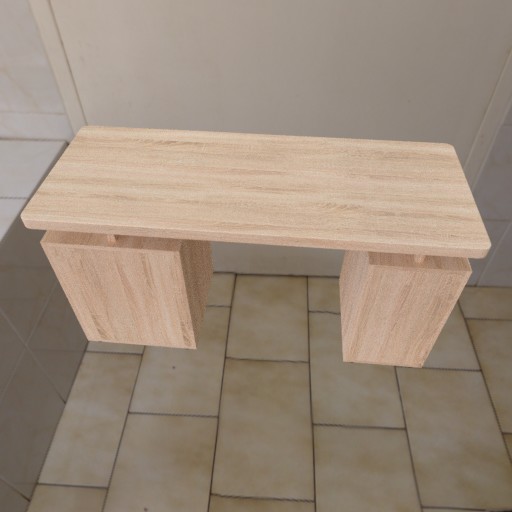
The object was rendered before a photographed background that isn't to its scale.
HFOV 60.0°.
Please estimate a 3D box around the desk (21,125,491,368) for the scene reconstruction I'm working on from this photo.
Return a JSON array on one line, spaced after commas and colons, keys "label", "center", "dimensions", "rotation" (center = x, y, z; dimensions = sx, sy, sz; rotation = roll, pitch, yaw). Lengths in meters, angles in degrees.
[{"label": "desk", "center": [0.000, 0.000, 1.759], "dimensions": [1.400, 0.760, 0.550], "rotation": [4, 46, 4]}]
